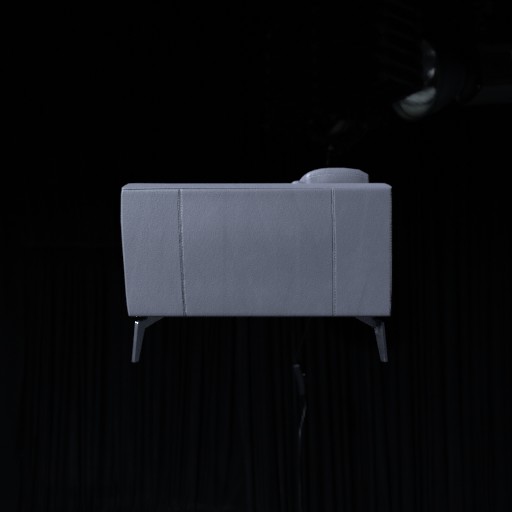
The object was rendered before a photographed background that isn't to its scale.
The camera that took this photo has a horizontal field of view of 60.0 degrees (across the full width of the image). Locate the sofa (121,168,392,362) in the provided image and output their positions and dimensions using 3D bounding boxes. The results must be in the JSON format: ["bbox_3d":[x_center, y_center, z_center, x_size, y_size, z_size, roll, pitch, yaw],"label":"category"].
[{"bbox_3d":[0.000,0.000,2.801,1.048,0.814,2.330,0,0,0],"label":"sofa"}]
